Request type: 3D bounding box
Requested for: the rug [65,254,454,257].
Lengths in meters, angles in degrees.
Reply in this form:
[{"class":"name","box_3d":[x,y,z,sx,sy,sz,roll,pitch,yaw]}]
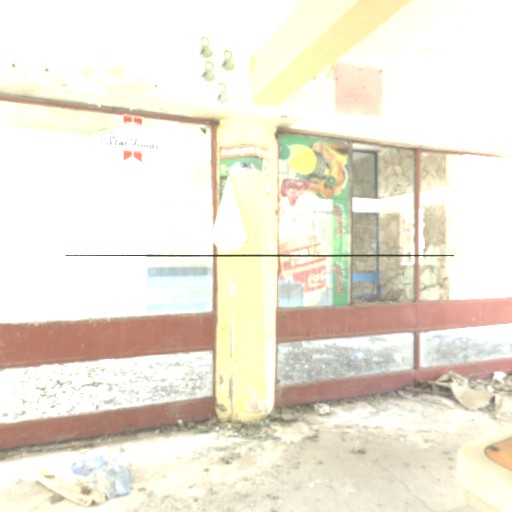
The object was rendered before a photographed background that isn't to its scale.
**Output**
[{"class":"rug","box_3d":[0.000,0.000,2.870,1.522,0.010,2.311,0,0,-1]}]
